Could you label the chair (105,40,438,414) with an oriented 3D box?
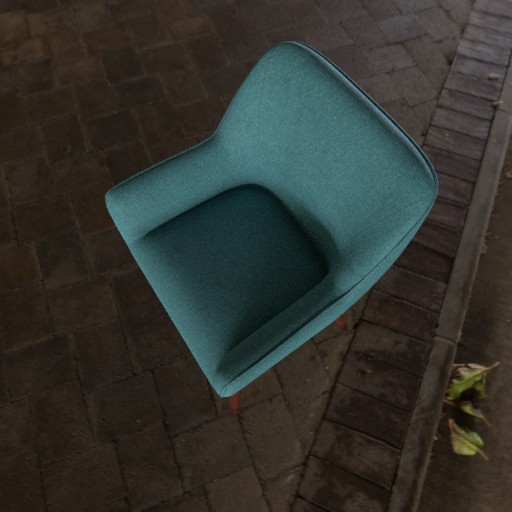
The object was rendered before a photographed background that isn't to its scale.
[{"bbox_3d":[0.000,0.000,1.127,0.519,0.803,0.543,-31,68,-14],"label":"chair"}]
